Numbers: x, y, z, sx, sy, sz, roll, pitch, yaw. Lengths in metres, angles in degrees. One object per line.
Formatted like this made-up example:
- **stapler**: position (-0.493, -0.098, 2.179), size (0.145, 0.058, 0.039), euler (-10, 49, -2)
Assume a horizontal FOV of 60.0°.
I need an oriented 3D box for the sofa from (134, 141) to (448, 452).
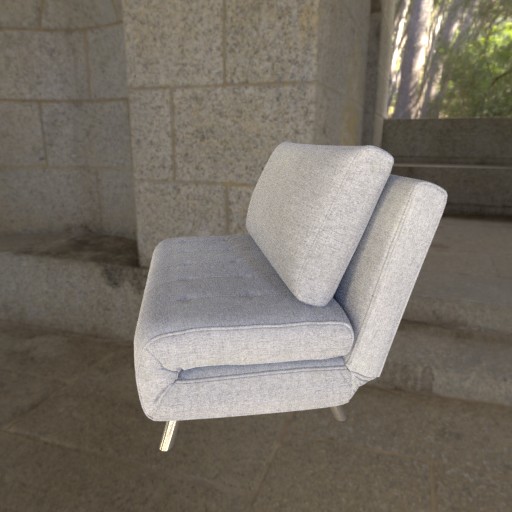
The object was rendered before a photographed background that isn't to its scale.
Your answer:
- **sofa**: position (0.000, 0.000, 1.840), size (0.910, 0.910, 1.220), euler (-2, 15, -9)
